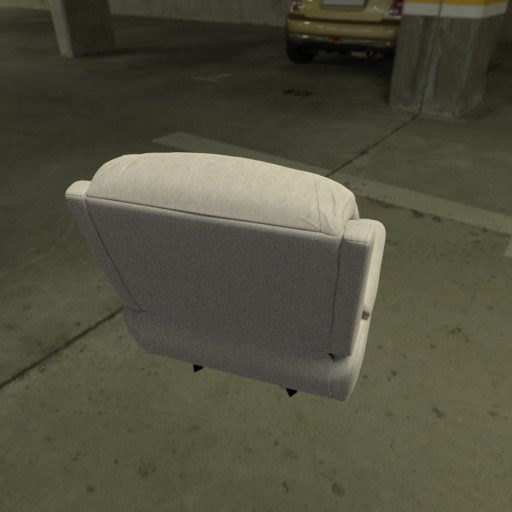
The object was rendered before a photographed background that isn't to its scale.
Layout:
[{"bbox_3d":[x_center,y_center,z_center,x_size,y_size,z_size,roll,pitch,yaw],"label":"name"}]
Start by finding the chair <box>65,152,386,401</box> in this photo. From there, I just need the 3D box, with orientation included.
[{"bbox_3d":[0.000,0.000,1.710,0.930,1.011,0.899,10,34,15],"label":"chair"}]
